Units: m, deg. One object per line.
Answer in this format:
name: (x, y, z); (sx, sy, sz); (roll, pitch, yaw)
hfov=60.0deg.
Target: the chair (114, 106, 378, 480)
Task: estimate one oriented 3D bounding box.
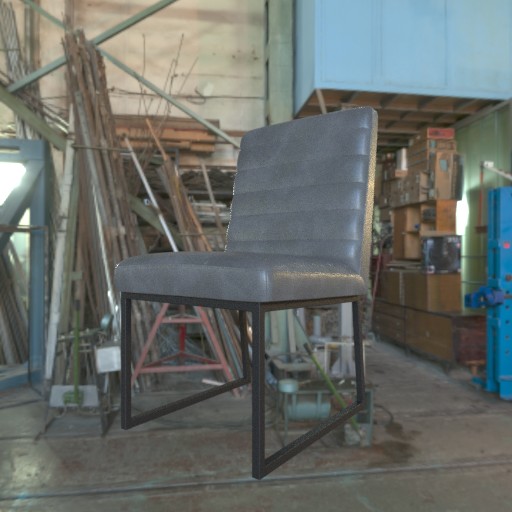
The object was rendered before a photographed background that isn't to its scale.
chair: (0.000, 0.000, 1.295); (0.520, 0.930, 0.634); (0, 0, 37)
